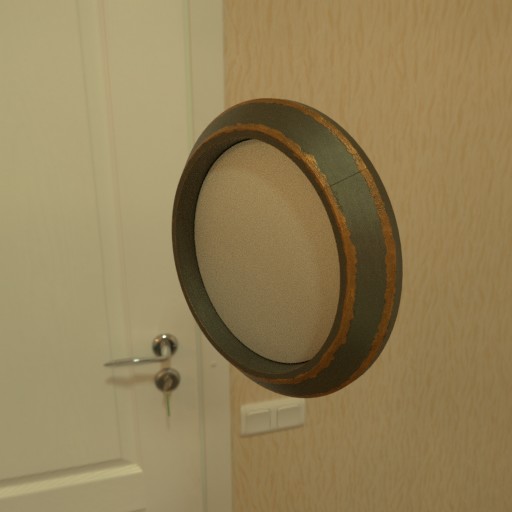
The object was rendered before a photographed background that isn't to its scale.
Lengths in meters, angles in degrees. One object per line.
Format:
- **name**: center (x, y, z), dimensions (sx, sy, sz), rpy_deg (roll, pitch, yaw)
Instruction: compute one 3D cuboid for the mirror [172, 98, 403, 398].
- **mirror**: center (0.000, 0.000, 1.347), dimensions (0.111, 0.907, 0.907), rpy_deg (-15, 21, -42)
